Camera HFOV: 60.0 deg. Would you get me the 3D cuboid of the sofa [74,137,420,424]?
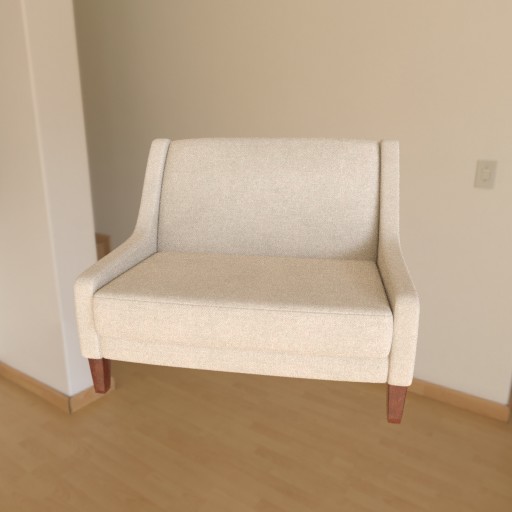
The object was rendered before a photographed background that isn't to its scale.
[{"bbox_3d":[0.000,0.000,1.890,1.212,0.976,0.946,3,15,10],"label":"sofa"}]
